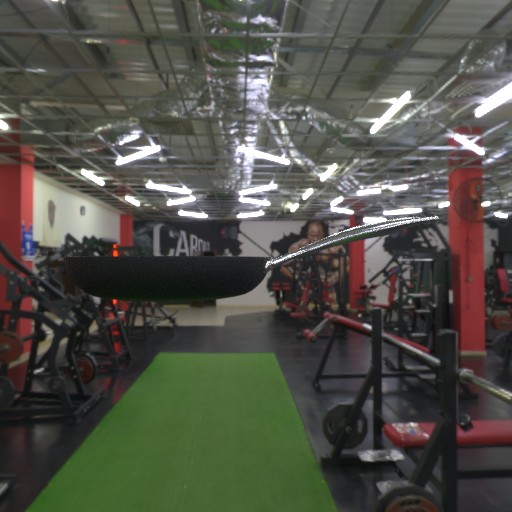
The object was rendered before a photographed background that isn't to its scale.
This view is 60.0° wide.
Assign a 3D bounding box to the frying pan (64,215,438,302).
[{"bbox_3d":[0.000,0.000,0.571,0.472,0.105,0.255,0,-1,0],"label":"frying pan"}]
